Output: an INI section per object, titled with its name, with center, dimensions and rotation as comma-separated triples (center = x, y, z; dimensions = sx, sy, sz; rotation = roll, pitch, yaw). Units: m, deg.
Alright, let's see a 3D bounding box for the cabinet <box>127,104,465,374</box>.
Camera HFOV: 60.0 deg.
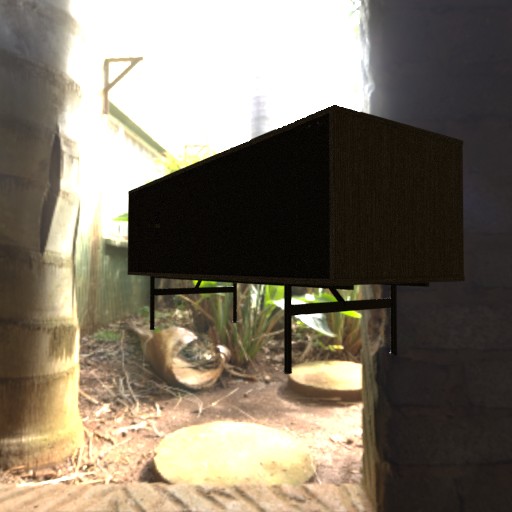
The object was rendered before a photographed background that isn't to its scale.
[cabinet]
center = 0.000, 0.000, 1.585
dimensions = 0.500, 0.599, 1.300
rotation = 1, -2, -34
